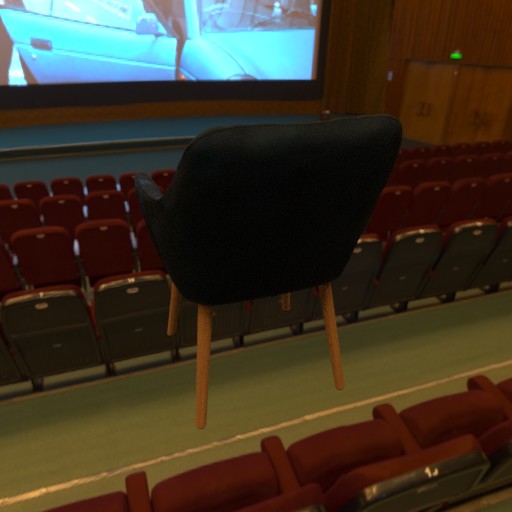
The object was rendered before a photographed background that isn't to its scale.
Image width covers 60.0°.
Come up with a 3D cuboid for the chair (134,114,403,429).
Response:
[{"bbox_3d":[0.000,0.000,1.213,0.578,0.826,0.573,-10,30,-17],"label":"chair"}]
